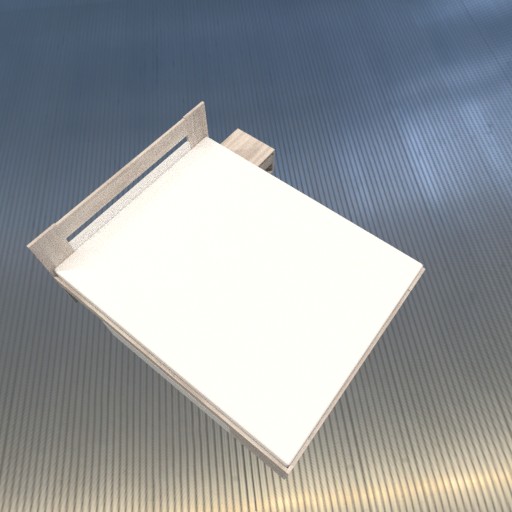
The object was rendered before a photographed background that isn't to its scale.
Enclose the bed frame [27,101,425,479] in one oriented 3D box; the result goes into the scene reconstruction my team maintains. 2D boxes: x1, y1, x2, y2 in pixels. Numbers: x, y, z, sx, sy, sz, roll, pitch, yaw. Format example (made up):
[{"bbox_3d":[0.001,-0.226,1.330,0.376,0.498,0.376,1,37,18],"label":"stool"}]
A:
[{"bbox_3d":[0.000,0.000,3.230,2.050,0.860,2.040,34,65,18],"label":"bed frame"}]
